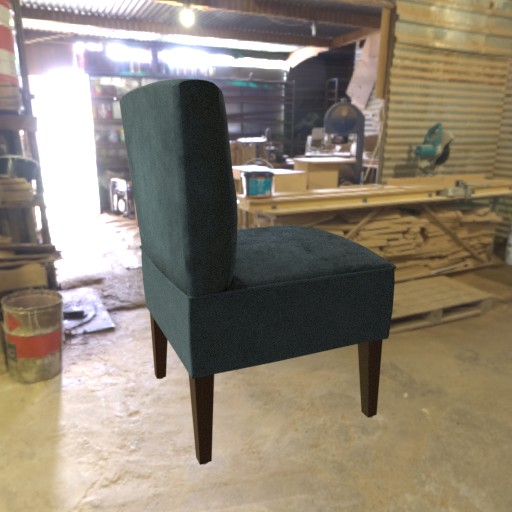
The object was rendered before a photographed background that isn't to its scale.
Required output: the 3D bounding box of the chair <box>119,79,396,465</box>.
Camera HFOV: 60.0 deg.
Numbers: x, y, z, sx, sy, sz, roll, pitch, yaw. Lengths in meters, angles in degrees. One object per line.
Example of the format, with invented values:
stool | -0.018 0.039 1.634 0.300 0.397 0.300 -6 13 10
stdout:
chair | 0.000 0.000 1.140 0.551 0.806 0.521 -8 18 -25
